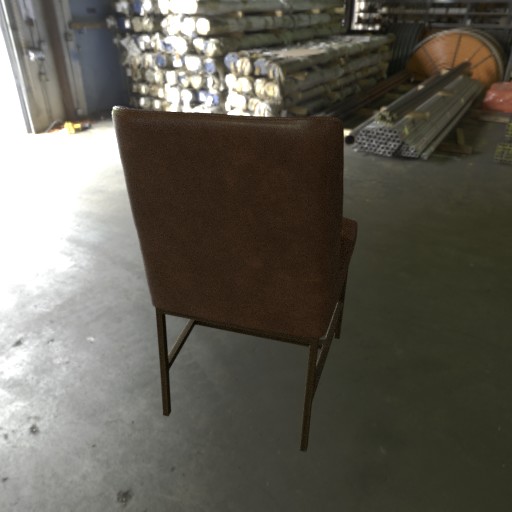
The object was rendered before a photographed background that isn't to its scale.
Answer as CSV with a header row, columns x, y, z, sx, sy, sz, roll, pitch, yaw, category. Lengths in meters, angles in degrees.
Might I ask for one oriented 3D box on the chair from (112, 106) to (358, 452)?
x,y,z,sx,sy,sz,roll,pitch,yaw,category
0.000,0.000,1.230,0.508,0.889,0.587,9,31,15,chair
